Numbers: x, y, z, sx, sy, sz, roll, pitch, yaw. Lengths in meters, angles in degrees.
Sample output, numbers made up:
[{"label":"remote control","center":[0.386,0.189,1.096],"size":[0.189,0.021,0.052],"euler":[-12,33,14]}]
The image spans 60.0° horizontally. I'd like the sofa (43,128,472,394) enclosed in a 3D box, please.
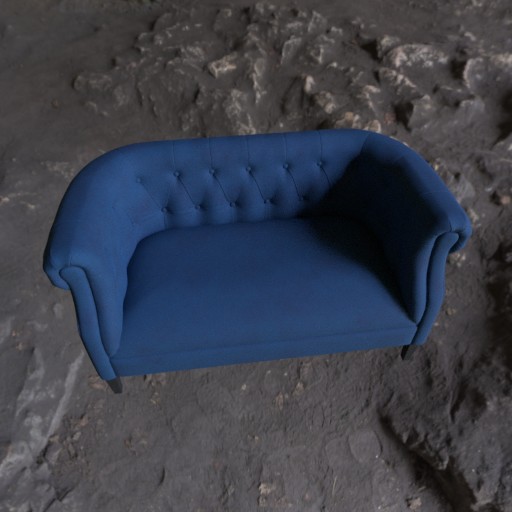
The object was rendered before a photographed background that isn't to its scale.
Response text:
[{"label":"sofa","center":[0.000,0.000,2.011],"size":[1.558,0.827,0.835],"euler":[-5,47,-5]}]
